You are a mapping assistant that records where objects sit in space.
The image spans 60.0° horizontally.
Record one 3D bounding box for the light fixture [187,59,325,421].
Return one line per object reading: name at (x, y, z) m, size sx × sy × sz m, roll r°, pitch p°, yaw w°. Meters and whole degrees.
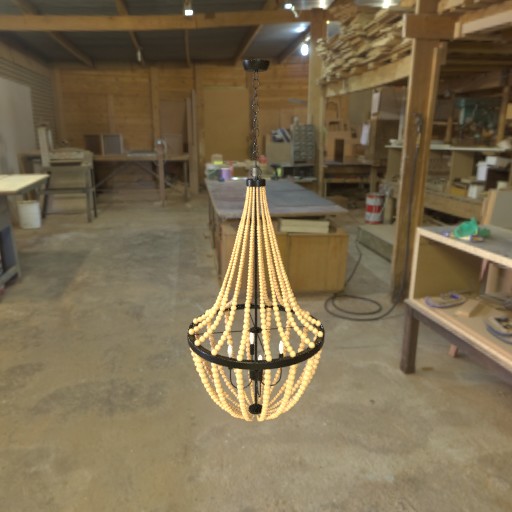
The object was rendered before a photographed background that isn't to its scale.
light fixture at (0.000, 0.000, 1.397) m, size 0.450 × 1.133 × 0.450 m, roll 0°, pitch 16°, yaw 0°
